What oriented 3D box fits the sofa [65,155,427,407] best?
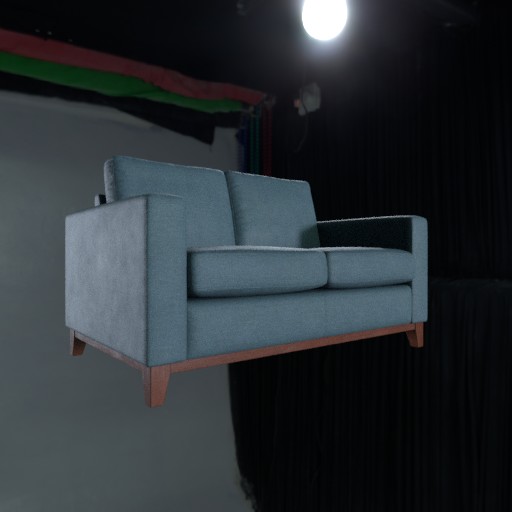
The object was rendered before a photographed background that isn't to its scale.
[{"bbox_3d":[0.000,0.000,2.105,1.489,0.903,0.955,0,0,-37],"label":"sofa"}]
